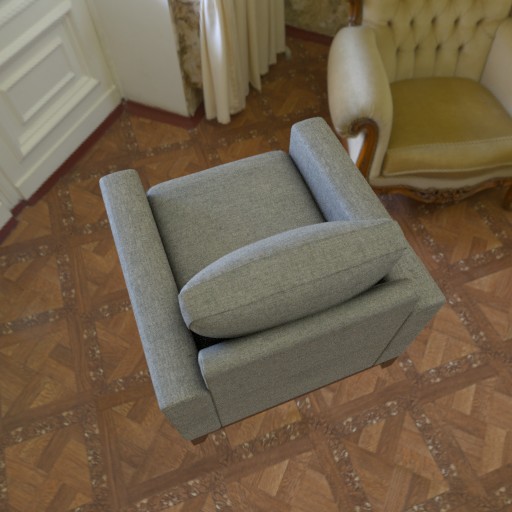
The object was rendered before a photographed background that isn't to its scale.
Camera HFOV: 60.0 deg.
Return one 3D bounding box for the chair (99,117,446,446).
[{"bbox_3d":[0.000,0.000,1.841,1.024,1.010,1.038,-18,60,-11],"label":"chair"}]
